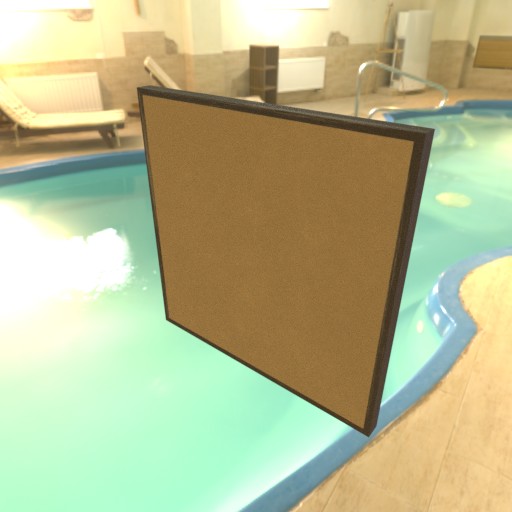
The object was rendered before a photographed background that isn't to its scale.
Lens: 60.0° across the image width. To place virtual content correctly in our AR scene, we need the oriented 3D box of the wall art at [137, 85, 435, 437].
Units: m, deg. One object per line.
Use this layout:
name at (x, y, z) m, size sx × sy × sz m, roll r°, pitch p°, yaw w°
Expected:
wall art at (0.000, 0.000, 1.149) m, size 0.762 × 0.758 × 0.043 m, roll 22°, pitch 36°, yaw 33°
